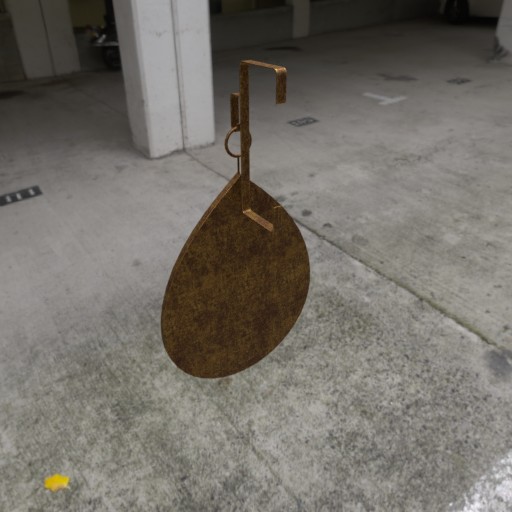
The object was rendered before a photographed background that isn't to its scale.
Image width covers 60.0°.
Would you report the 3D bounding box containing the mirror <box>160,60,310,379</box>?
[{"bbox_3d":[0.000,0.000,0.923,0.405,0.744,0.144,-19,36,-28],"label":"mirror"}]
